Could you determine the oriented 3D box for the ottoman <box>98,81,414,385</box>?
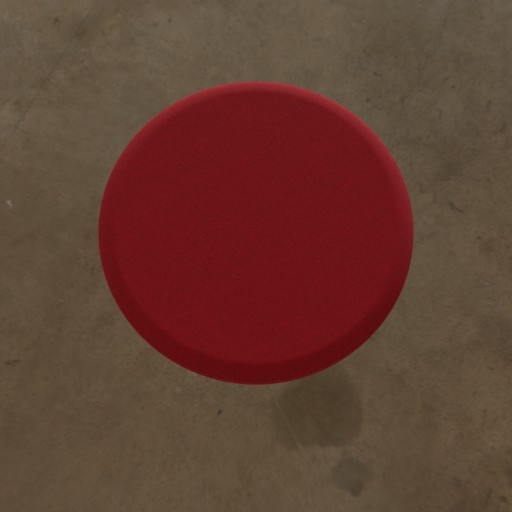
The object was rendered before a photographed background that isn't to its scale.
[{"bbox_3d":[0.000,0.000,0.741,0.400,0.406,0.400,0,76,0],"label":"ottoman"}]
